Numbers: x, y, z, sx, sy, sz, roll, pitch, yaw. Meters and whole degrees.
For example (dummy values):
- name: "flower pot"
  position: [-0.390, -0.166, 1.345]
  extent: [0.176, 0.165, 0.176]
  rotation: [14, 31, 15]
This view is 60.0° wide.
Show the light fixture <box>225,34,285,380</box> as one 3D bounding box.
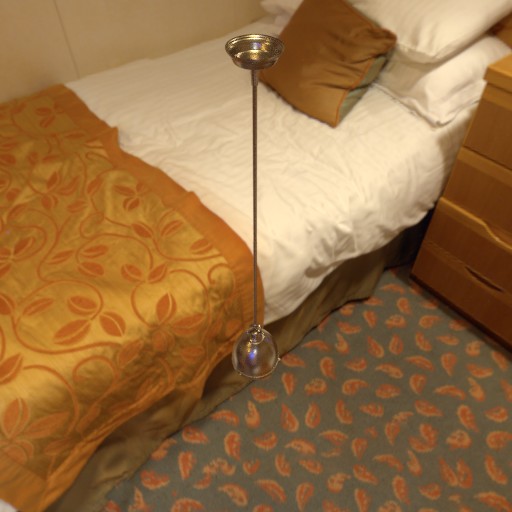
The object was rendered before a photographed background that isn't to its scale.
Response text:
- name: "light fixture"
  position: [0.000, 0.000, 1.474]
  extent: [0.217, 1.367, 0.211]
  rotation: [3, 48, 3]
